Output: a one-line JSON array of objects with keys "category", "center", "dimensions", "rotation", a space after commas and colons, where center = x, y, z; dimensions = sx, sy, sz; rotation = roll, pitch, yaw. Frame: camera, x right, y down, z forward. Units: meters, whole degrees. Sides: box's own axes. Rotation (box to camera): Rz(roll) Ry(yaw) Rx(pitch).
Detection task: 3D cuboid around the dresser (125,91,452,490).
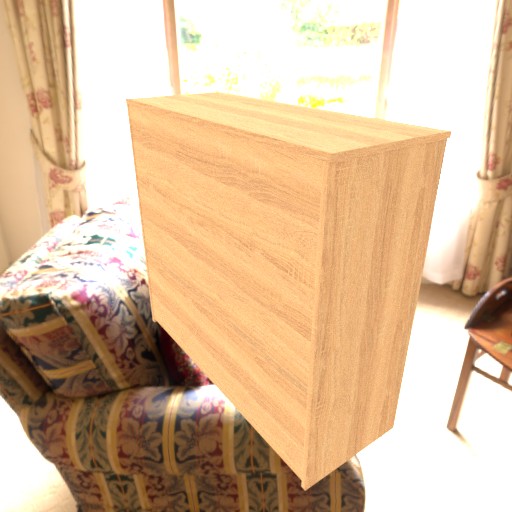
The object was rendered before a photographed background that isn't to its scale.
[{"category": "dresser", "center": [0.000, 0.000, 1.433], "dimensions": [0.380, 0.900, 0.980], "rotation": [-18, 31, -32]}]
